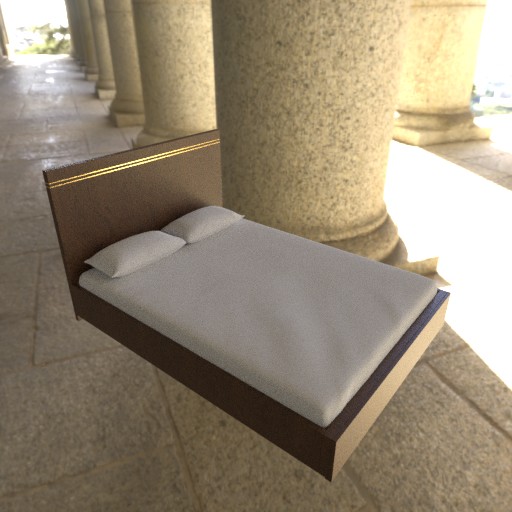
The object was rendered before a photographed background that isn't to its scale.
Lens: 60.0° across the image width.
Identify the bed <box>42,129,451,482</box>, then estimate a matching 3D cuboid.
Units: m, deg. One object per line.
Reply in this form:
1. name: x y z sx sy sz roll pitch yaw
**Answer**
1. bed: 0.000 0.000 3.050 2.221 1.169 1.613 20 34 34
